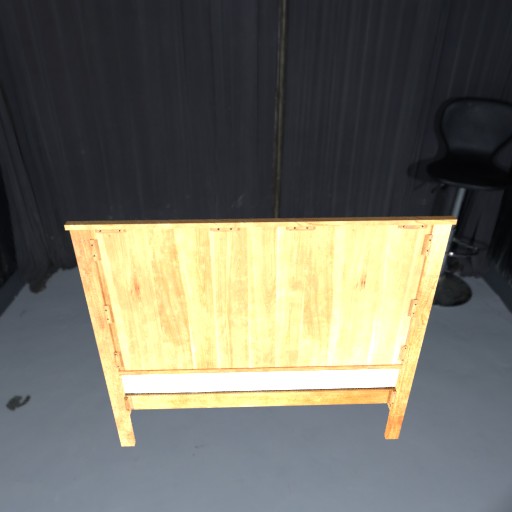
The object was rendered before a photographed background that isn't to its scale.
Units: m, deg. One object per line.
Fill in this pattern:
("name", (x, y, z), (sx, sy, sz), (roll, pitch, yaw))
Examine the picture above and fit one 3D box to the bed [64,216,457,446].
("bed", (0.000, 0.000, 3.558), (1.936, 1.686, 2.201), (-1, 31, -2))
